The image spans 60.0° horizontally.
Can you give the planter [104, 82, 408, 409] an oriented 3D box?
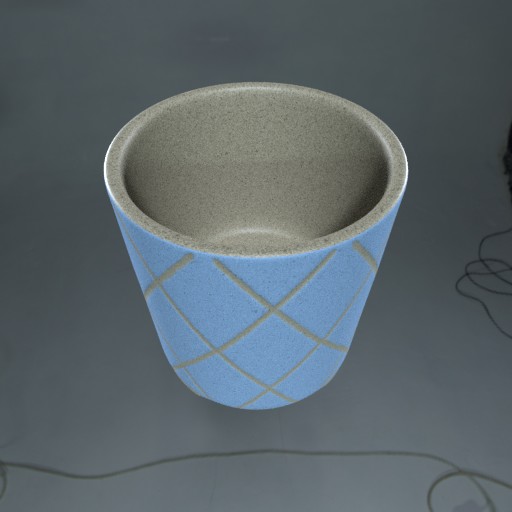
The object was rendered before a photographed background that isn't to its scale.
[{"bbox_3d":[0.000,0.000,0.356,0.191,0.200,0.191,0,47,0],"label":"planter"}]
